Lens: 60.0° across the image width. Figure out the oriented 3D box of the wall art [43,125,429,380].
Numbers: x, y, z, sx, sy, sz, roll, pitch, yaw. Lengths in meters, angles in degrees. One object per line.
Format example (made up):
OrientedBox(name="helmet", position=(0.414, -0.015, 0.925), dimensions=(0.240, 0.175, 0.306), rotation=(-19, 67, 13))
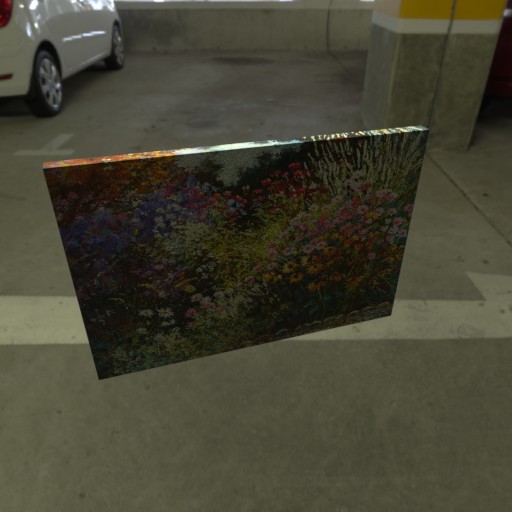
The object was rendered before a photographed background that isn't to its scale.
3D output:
OrientedBox(name="wall art", position=(0.000, 0.000, 1.178), dimensions=(0.908, 0.604, 0.037), rotation=(-9, 33, -15))
